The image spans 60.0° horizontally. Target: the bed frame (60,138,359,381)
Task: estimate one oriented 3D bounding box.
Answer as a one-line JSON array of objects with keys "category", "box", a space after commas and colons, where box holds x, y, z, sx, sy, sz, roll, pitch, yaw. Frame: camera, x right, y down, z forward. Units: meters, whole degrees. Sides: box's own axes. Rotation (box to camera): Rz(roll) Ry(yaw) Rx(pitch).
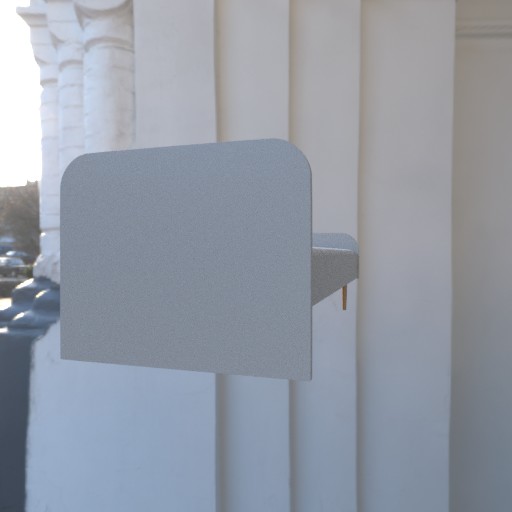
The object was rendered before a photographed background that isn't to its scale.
[{"category": "bed frame", "box": [0.000, 0.000, 2.531, 0.998, 0.805, 1.963, 0, 0, 18]}]
